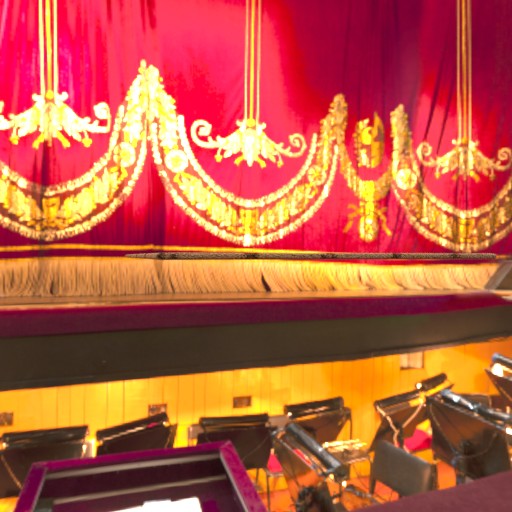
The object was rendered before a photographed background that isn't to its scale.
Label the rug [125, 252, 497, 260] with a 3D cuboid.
[{"bbox_3d":[0.000,0.000,3.356,1.778,0.030,2.743,0,0,-19],"label":"rug"}]
